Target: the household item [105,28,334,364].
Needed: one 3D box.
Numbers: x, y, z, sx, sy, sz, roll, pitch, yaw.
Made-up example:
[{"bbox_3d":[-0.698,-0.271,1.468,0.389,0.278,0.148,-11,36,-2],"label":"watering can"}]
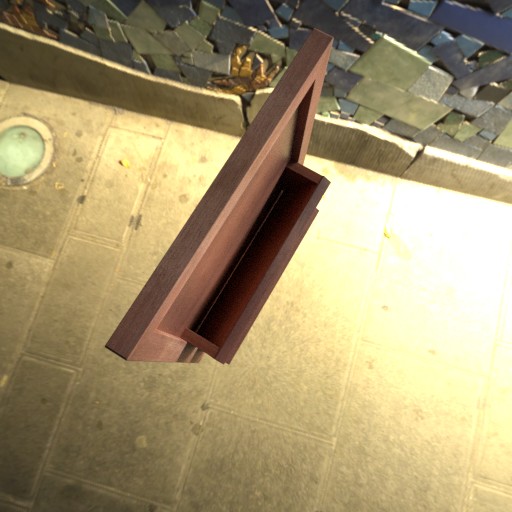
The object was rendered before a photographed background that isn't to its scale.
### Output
[{"bbox_3d":[0.000,0.000,0.539,0.067,0.407,0.310,30,78,7],"label":"household item"}]
